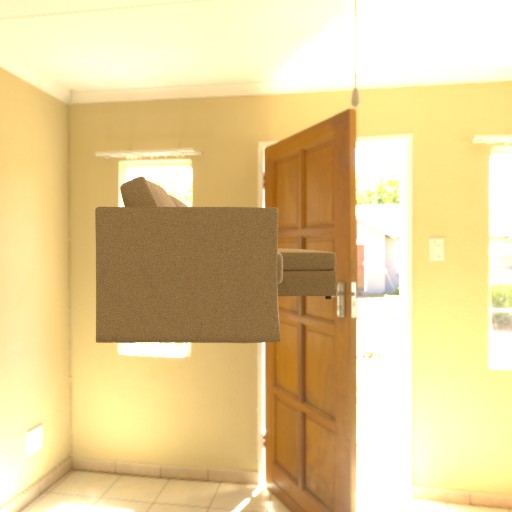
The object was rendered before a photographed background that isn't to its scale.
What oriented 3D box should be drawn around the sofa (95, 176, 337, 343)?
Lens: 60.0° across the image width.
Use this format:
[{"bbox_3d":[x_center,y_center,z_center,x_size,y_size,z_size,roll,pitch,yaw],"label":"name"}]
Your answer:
[{"bbox_3d":[0.000,0.000,3.802,1.622,0.867,3.177,0,0,0],"label":"sofa"}]
